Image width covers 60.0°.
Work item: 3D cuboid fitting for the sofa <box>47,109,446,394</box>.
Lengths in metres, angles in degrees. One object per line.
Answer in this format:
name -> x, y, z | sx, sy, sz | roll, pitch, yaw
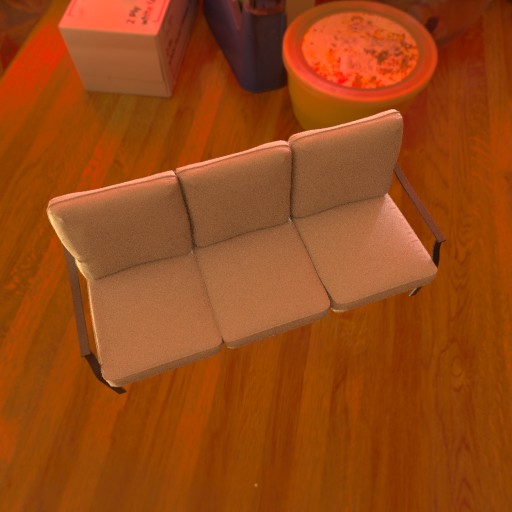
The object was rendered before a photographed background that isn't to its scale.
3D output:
sofa -> 0.000, 0.000, 2.218 | 1.740, 0.860, 0.787 | -17, 64, -9
